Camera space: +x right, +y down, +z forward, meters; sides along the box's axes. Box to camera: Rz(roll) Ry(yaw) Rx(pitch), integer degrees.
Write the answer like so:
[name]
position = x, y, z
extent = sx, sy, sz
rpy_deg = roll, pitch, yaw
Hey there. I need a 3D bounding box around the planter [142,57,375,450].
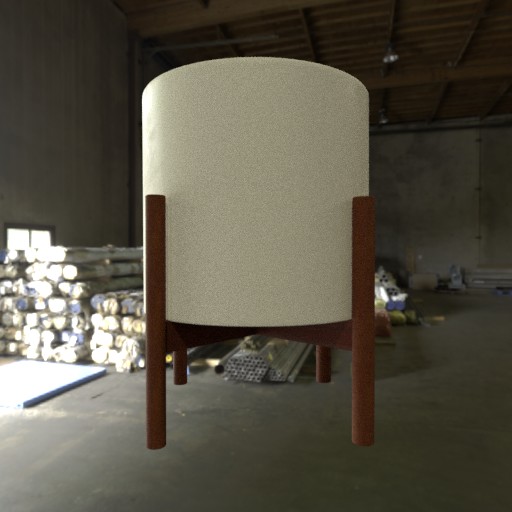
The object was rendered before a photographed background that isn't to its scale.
[planter]
position = 0.000, 0.000, 0.850
extent = 0.420, 0.581, 0.421
rpy_deg = 0, 1, 0
